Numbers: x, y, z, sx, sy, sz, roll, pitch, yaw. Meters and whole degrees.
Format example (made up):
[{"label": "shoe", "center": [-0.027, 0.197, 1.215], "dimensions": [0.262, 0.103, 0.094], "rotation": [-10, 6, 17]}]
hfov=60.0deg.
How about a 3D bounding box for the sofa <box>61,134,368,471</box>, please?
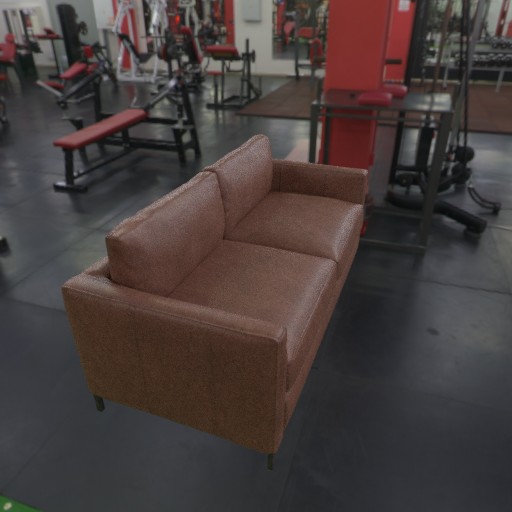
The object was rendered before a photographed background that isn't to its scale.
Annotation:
[{"label": "sofa", "center": [0.000, 0.000, 2.319], "dimensions": [0.899, 0.883, 1.797], "rotation": [11, 31, 18]}]
